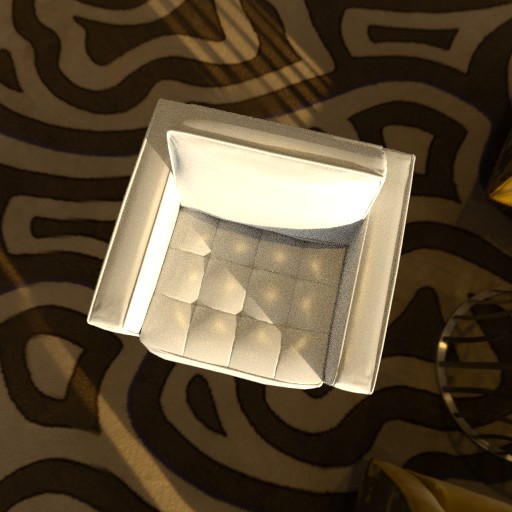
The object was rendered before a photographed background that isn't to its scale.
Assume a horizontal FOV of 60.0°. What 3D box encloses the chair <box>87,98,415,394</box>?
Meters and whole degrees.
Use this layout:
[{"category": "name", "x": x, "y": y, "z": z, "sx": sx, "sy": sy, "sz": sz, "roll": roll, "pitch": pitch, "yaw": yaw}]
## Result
[{"category": "chair", "x": 0.000, "y": 0.000, "z": 1.573, "sx": 0.928, "sy": 0.773, "sz": 0.843, "roll": 13, "pitch": 78, "yaw": 3}]
